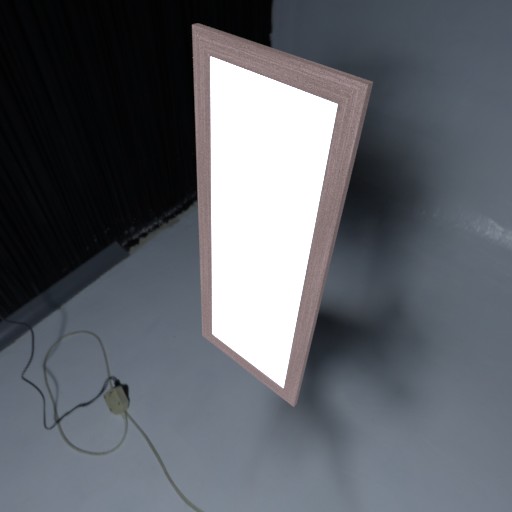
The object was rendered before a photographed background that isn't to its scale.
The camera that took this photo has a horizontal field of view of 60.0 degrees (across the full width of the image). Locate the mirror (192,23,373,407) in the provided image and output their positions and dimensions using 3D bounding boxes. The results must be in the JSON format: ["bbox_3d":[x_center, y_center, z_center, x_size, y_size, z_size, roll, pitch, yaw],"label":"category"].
[{"bbox_3d":[0.000,0.000,2.291,0.812,2.020,0.221,32,54,27],"label":"mirror"}]
